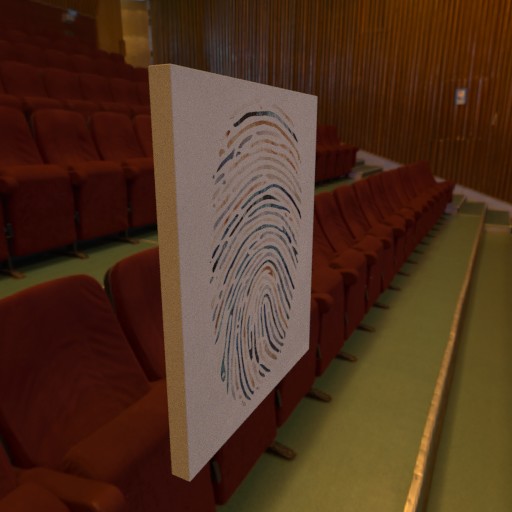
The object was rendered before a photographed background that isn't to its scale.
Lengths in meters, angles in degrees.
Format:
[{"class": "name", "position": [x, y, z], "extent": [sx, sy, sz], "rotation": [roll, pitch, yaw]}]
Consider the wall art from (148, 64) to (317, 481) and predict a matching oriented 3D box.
[{"class": "wall art", "position": [0.000, 0.000, 0.838], "extent": [0.037, 0.606, 0.508], "rotation": [8, 17, 27]}]
